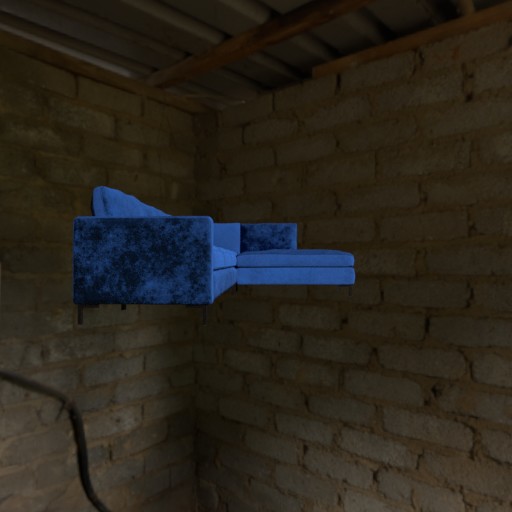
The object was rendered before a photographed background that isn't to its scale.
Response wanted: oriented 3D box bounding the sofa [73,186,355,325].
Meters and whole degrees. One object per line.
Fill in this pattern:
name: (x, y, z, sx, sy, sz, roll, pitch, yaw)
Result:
sofa: (0.000, 0.000, 3.310, 1.707, 0.687, 2.486, 0, -1, 1)
